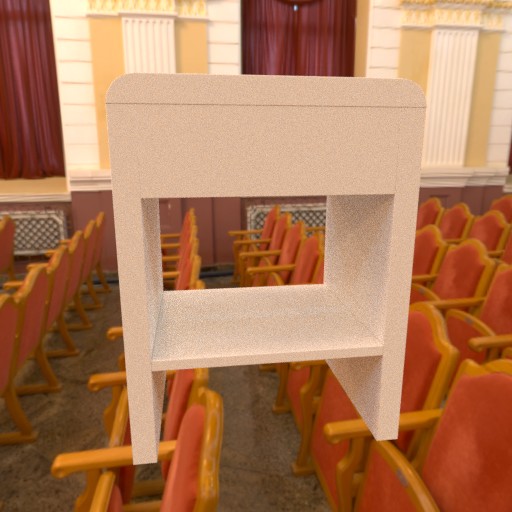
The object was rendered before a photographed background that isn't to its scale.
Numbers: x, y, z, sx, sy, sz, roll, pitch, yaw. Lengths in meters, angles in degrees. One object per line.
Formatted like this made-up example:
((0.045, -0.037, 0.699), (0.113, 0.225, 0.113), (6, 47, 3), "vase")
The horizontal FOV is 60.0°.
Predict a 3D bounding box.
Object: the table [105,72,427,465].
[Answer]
((0.000, 0.000, 0.840), (0.450, 0.590, 0.350), (-2, 14, -8), "table")
